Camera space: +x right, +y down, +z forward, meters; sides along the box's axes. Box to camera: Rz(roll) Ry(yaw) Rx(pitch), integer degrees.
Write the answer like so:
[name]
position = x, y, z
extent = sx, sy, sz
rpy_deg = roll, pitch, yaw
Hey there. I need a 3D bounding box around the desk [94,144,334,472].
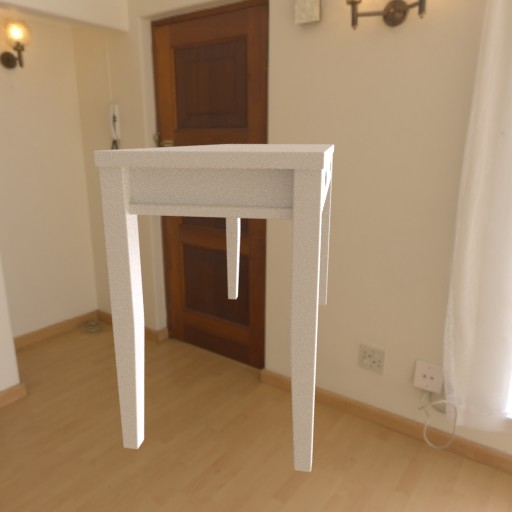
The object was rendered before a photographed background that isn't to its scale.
[desk]
position = 0.000, 0.000, 1.614
extent = 0.508, 0.775, 1.220
rpy_deg = 3, 15, 10
